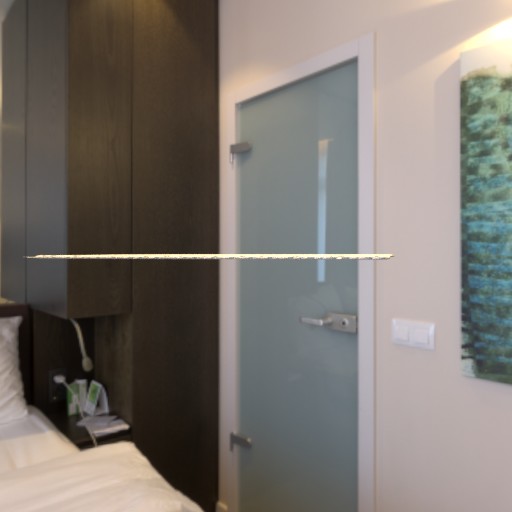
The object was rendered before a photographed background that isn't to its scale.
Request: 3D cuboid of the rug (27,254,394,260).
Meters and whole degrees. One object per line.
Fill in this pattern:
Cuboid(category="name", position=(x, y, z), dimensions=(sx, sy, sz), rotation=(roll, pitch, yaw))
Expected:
Cuboid(category="rug", position=(0.000, 0.000, 4.892), dimensions=(2.892, 0.036, 3.585), rotation=(0, 0, 18))
